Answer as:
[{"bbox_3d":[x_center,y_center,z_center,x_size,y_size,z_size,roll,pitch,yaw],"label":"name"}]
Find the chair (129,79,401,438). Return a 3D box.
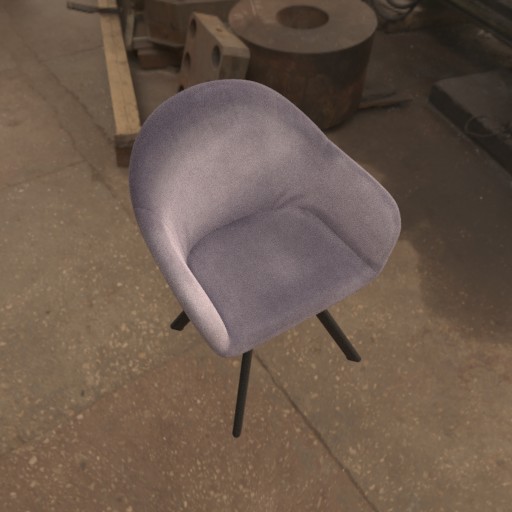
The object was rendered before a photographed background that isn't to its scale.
[{"bbox_3d":[0.000,0.000,1.214,0.570,0.780,0.540,-25,53,-21],"label":"chair"}]
